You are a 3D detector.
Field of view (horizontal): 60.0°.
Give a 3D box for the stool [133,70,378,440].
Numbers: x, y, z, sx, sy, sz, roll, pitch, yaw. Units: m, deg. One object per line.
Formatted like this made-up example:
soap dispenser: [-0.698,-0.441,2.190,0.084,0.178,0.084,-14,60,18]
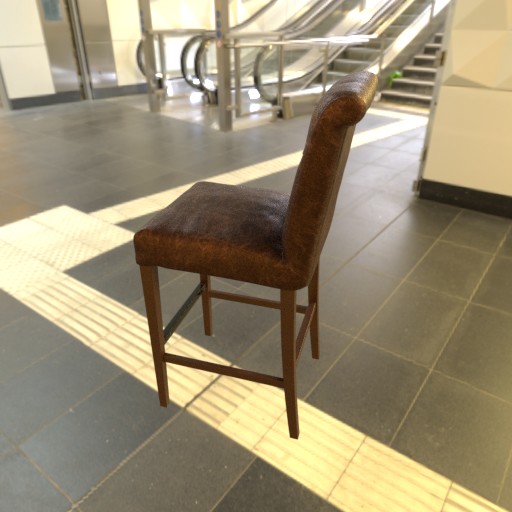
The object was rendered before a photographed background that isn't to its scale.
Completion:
stool: [0.000,0.000,1.525,0.659,1.168,0.483,8,30,15]
